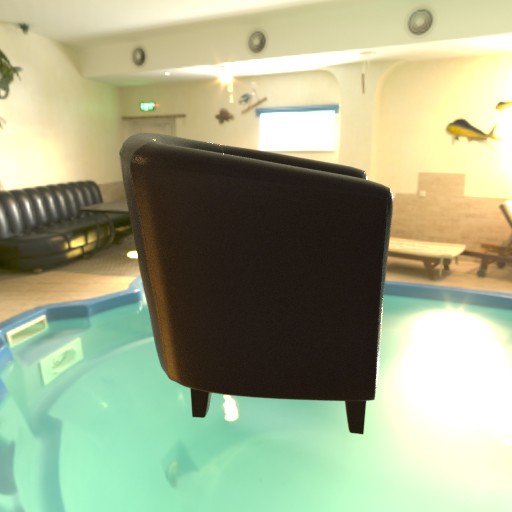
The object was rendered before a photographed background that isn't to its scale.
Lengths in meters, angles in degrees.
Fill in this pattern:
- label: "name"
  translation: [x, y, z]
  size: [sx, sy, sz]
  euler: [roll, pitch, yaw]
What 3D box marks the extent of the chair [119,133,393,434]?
- label: "chair"
  translation: [0.000, 0.000, 1.409]
  size: [0.727, 0.756, 0.793]
  euler: [2, 14, 9]
